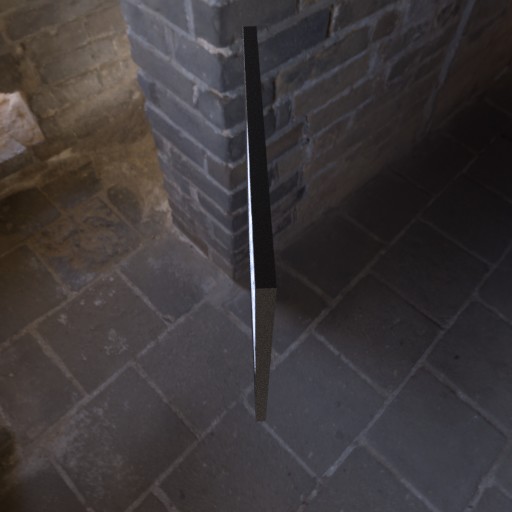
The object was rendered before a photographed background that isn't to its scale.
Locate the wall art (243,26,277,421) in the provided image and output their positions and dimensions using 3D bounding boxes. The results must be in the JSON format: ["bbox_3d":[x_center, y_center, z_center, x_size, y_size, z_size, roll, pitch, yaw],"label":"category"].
[{"bbox_3d":[0.000,0.000,1.438,0.038,1.062,0.806,-2,58,-1],"label":"wall art"}]
